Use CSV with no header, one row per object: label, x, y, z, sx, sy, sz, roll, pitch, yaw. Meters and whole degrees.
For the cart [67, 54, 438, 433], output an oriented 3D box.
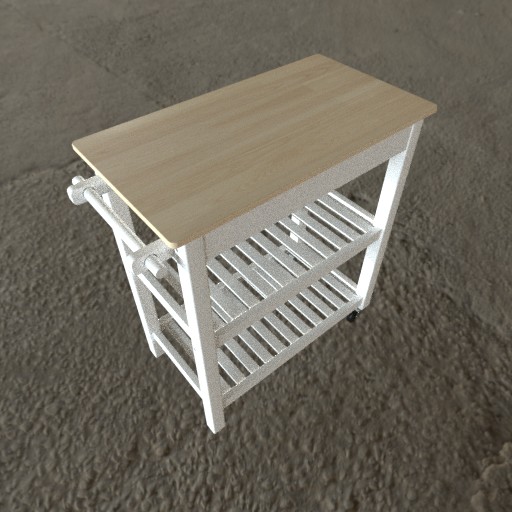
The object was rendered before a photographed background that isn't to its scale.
cart,0.000,0.000,1.441,0.899,0.927,0.457,-31,53,-26
